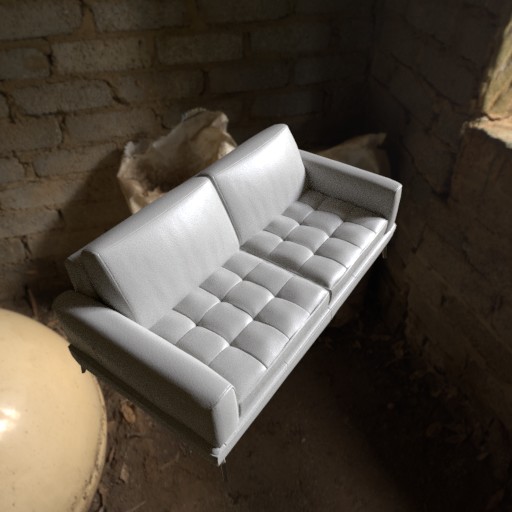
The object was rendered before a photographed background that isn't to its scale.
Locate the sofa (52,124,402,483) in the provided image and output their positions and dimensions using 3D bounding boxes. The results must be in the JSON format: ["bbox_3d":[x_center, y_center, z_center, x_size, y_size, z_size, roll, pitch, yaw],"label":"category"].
[{"bbox_3d":[0.000,0.000,2.768,1.121,0.930,2.177,25,47,26],"label":"sofa"}]
